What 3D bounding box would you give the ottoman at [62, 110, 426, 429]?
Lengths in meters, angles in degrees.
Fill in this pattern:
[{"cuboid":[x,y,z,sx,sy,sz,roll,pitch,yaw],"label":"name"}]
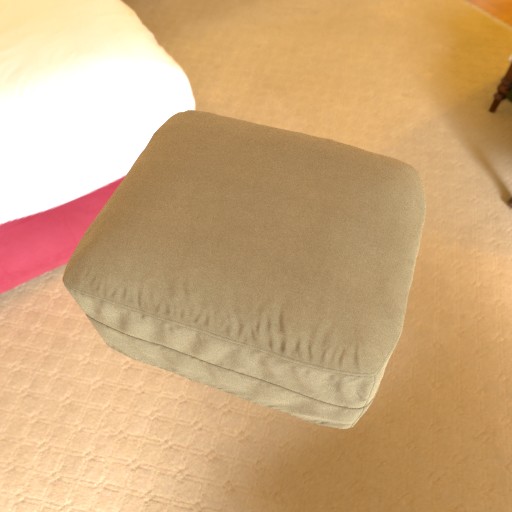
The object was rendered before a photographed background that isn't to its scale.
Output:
[{"cuboid":[0.000,0.000,1.082,0.712,0.480,0.584,17,58,11],"label":"ottoman"}]
